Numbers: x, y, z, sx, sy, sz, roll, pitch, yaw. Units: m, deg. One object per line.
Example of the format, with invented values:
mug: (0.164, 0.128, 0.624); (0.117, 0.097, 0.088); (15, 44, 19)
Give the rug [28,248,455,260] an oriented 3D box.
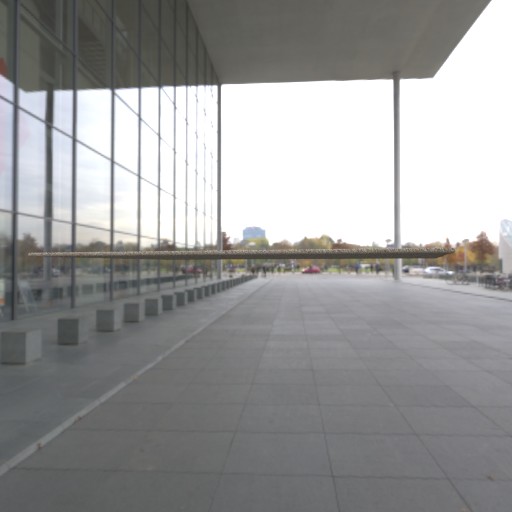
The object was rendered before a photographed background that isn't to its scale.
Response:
rug: (0.000, 0.000, 3.451); (2.699, 0.025, 1.800); (0, -1, 20)
